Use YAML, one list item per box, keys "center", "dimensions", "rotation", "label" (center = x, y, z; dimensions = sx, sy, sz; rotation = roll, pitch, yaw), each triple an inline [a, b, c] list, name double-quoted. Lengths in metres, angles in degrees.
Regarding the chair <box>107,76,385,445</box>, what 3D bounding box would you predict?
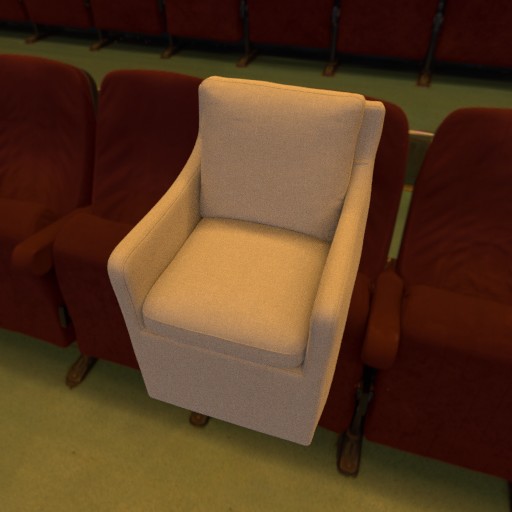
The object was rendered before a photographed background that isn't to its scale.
- center: [0.000, 0.000, 1.397]
  dimensions: [0.626, 0.914, 0.694]
  rotation: [12, 42, 14]
  label: "chair"
